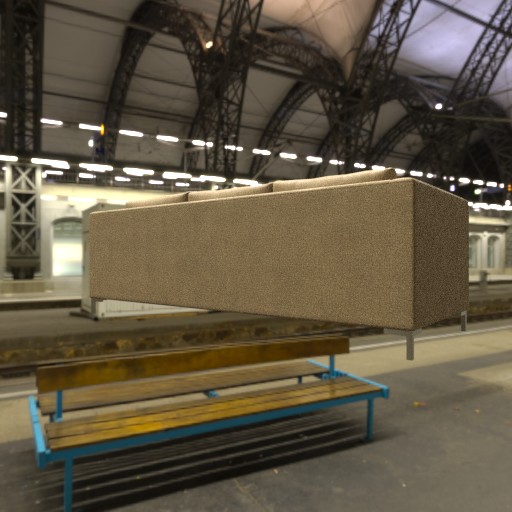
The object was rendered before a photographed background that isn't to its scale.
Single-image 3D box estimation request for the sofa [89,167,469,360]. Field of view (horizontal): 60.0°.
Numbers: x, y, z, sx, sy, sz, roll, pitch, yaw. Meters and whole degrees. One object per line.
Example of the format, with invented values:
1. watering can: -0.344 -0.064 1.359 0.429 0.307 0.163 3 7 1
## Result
1. sofa: 0.000 0.000 2.941 2.415 0.867 0.969 0 0 38
